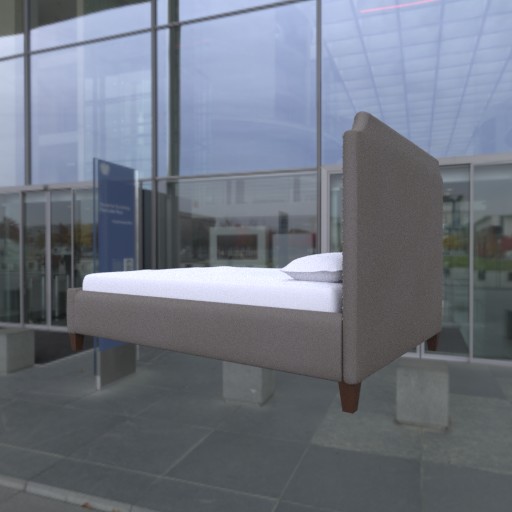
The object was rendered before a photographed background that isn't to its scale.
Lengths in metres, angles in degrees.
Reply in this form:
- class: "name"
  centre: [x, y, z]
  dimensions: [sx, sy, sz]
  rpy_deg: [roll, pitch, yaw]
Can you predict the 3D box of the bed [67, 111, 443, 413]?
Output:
- class: "bed"
  centre: [0.000, 0.000, 3.380]
  dimensions: [2.372, 1.443, 1.712]
  rpy_deg: [1, 1, 35]
